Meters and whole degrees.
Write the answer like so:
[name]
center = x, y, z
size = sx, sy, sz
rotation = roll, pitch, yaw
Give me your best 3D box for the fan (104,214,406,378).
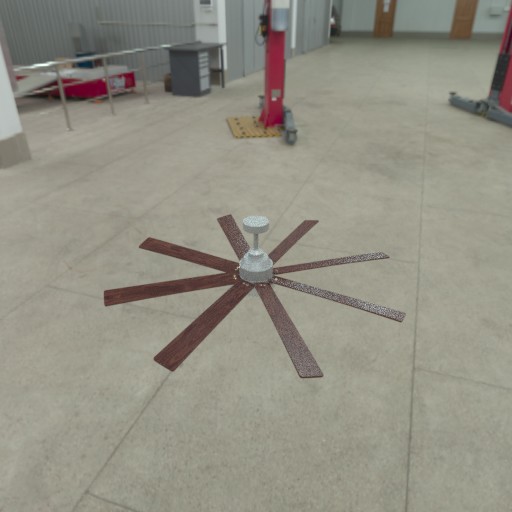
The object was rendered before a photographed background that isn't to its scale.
[fan]
center = 0.000, 0.000, 2.716
size = 1.830, 0.472, 1.830
rotation = -8, 31, -14
